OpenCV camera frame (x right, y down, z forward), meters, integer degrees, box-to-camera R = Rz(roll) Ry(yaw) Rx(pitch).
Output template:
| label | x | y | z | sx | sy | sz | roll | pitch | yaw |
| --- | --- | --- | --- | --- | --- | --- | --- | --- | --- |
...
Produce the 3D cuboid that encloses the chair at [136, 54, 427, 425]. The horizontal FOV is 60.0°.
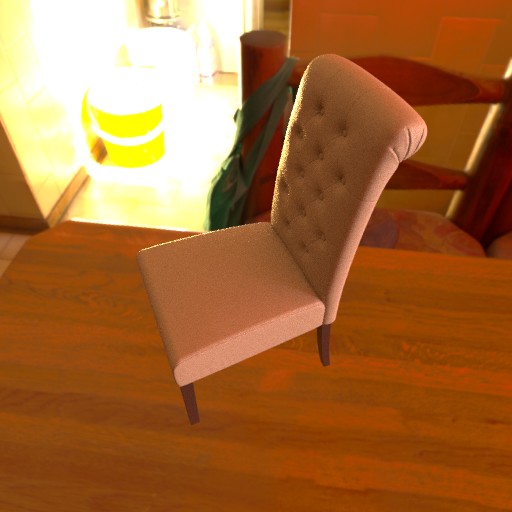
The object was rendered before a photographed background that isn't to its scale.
| label | x | y | z | sx | sy | sz | roll | pitch | yaw |
| --- | --- | --- | --- | --- | --- | --- | --- | --- | --- |
| chair | 0.000 | 0.000 | 1.342 | 0.671 | 1.006 | 0.456 | -17 | 49 | -16 |
